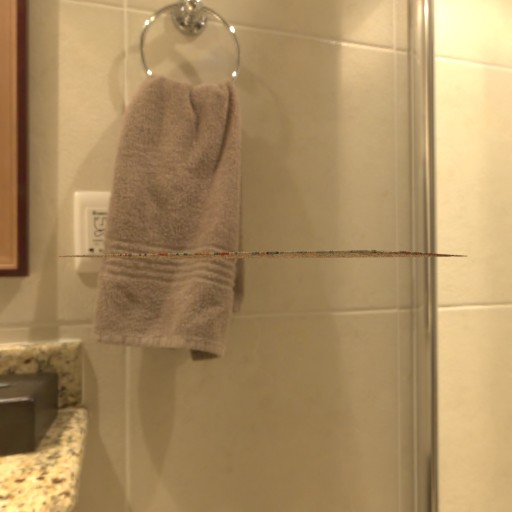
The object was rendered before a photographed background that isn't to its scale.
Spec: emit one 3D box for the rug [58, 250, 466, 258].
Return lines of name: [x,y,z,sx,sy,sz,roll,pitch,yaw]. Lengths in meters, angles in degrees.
rug: [0.000,0.000,2.513,1.997,0.010,1.218,-1,-1,35]
